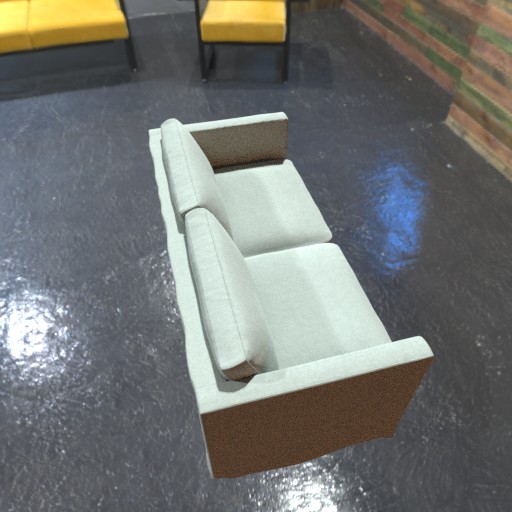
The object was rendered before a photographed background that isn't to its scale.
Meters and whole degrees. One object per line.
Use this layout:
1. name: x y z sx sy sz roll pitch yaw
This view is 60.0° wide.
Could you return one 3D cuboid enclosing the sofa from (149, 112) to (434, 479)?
1. sofa: 0.000 0.000 2.476 0.940 0.870 1.987 -11 47 -10
